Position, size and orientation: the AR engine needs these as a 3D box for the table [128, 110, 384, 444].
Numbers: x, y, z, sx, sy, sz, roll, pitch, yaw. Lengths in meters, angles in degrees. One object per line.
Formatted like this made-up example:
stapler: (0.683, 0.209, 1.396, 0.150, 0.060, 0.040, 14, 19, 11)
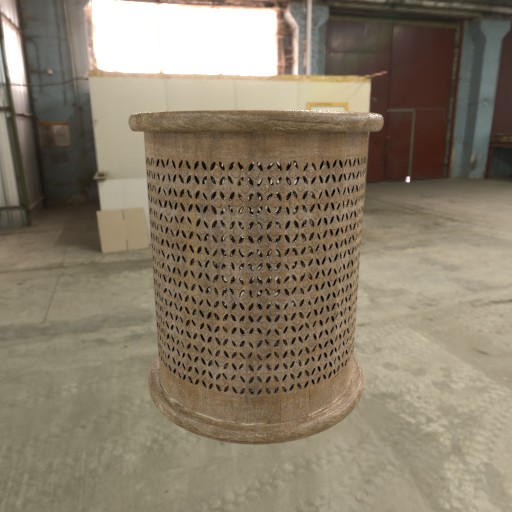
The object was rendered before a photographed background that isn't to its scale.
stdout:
table: (0.000, 0.000, 0.796, 0.407, 0.482, 0.407, 0, 16, 0)
